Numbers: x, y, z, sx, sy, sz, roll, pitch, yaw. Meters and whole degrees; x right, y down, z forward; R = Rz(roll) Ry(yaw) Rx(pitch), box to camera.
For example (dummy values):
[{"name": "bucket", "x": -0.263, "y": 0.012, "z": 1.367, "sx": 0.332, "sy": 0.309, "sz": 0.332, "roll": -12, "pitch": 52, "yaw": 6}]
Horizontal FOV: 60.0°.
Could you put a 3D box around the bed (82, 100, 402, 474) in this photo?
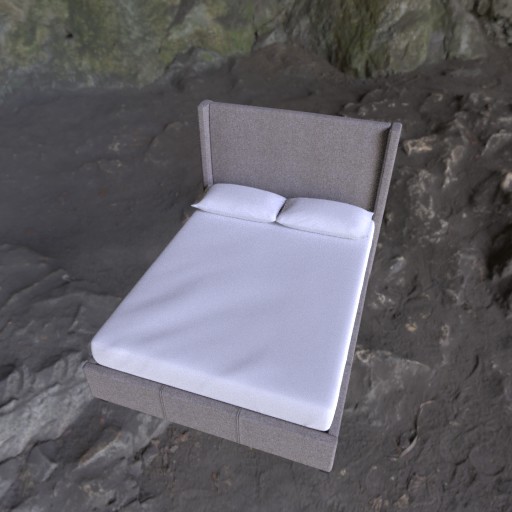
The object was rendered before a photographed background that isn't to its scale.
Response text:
[{"name": "bed", "x": 0.000, "y": 0.000, "z": 3.361, "sx": 1.714, "sy": 1.476, "sz": 2.245, "roll": 12, "pitch": 40, "yaw": 14}]
